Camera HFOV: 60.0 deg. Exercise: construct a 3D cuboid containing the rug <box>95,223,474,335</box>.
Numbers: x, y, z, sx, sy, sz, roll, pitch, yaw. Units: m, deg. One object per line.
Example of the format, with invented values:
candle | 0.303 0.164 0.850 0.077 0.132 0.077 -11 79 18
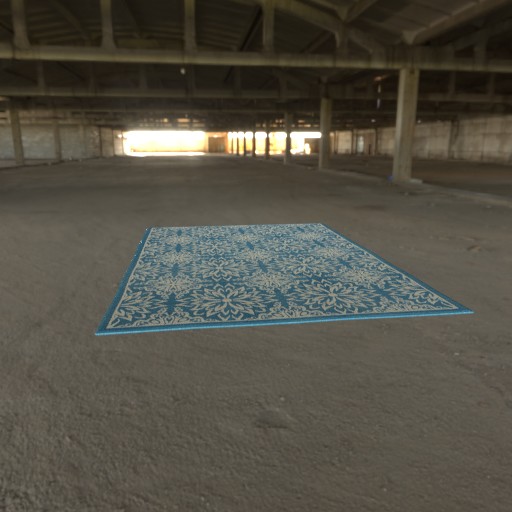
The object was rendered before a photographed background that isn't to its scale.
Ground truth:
rug | 0.000 0.000 2.833 1.554 0.012 2.205 -2 14 -8
